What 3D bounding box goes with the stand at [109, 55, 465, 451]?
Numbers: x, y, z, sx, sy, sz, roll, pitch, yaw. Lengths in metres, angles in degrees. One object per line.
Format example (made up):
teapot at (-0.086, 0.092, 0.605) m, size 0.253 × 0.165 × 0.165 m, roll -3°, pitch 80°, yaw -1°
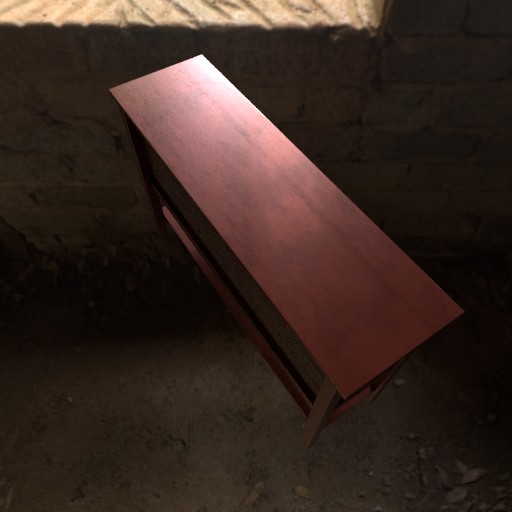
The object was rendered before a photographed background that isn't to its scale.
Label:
stand at (0.000, 0.000, 1.758) m, size 0.410 × 0.872 × 1.362 m, roll -29°, pitch 61°, yaw -18°
